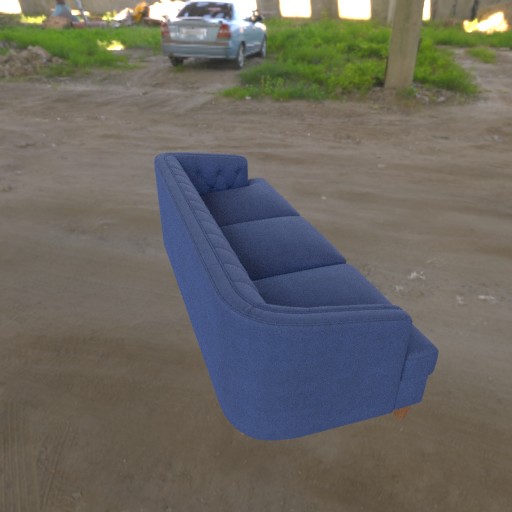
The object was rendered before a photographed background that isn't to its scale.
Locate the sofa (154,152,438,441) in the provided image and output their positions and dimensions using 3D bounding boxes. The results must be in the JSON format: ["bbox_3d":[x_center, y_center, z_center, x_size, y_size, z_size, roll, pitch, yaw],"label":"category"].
[{"bbox_3d":[0.000,0.000,2.696,0.914,0.787,2.235,-10,32,-16],"label":"sofa"}]
